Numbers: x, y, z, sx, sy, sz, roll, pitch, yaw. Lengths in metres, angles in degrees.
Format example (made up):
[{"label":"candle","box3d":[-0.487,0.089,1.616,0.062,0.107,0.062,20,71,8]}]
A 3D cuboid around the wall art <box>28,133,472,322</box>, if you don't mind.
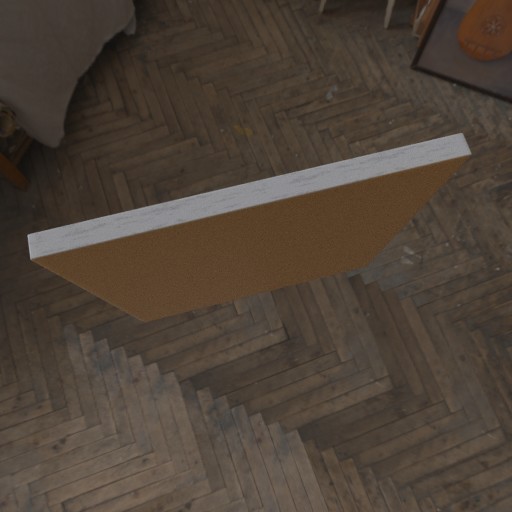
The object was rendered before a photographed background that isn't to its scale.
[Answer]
[{"label":"wall art","box3d":[0.000,0.000,1.877,1.287,1.288,0.078,-14,74,-4]}]
